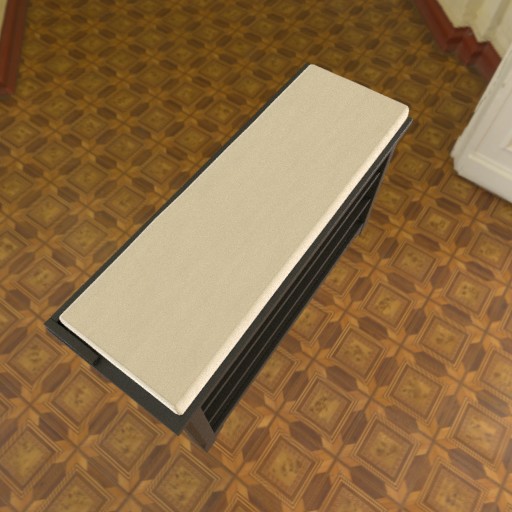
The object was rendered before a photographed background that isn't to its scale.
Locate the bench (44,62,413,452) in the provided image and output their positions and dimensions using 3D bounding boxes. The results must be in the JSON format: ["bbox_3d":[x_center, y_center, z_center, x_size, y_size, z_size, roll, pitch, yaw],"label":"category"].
[{"bbox_3d":[0.000,0.000,1.229,0.345,0.561,0.973,32,65,17],"label":"bench"}]
